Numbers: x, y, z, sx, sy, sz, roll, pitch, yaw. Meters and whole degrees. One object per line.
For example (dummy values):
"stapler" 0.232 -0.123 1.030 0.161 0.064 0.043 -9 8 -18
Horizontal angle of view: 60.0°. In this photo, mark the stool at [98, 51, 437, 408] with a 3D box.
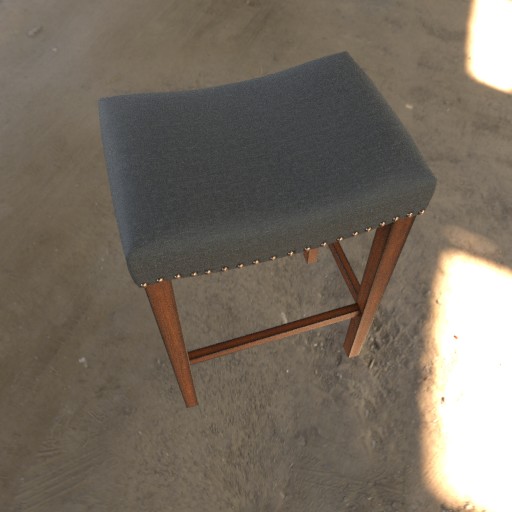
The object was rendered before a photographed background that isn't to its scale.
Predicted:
"stool" 0.000 0.000 1.009 0.502 0.748 0.366 -15 59 -9
